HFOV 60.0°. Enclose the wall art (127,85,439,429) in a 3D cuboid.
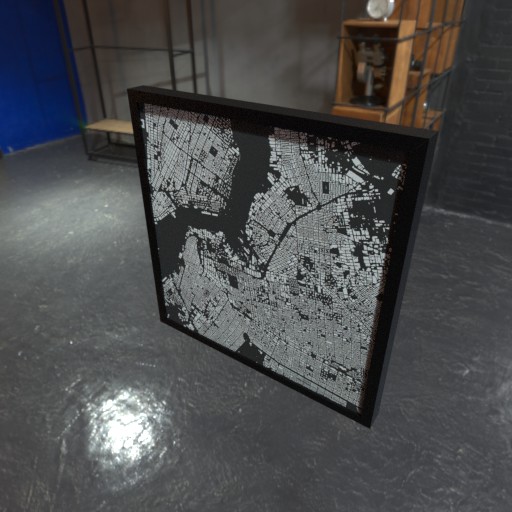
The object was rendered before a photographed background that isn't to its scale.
[{"bbox_3d":[0.000,0.000,0.771,0.506,0.506,0.038,20,36,29],"label":"wall art"}]
